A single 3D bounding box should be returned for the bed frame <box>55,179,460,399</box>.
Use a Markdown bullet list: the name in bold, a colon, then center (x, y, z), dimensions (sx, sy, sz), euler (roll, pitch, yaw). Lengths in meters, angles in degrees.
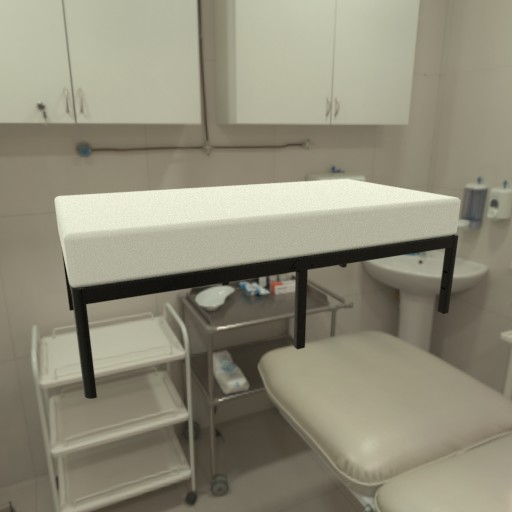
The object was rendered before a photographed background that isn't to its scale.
- **bed frame**: center (0.000, 0.000, 2.461), dimensions (1.950, 0.659, 1.023), euler (-8, 18, -24)
